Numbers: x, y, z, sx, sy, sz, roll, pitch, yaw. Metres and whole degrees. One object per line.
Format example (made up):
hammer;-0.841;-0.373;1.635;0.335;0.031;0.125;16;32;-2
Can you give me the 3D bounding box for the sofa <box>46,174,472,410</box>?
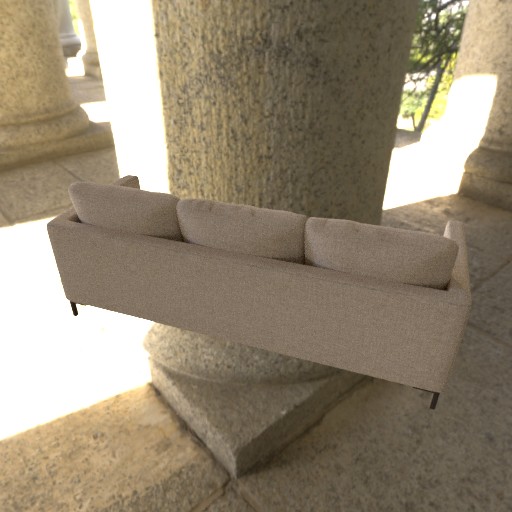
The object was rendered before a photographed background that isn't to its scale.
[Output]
sofa;0.000;0.000;2.612;2.218;0.874;0.859;11;33;17
